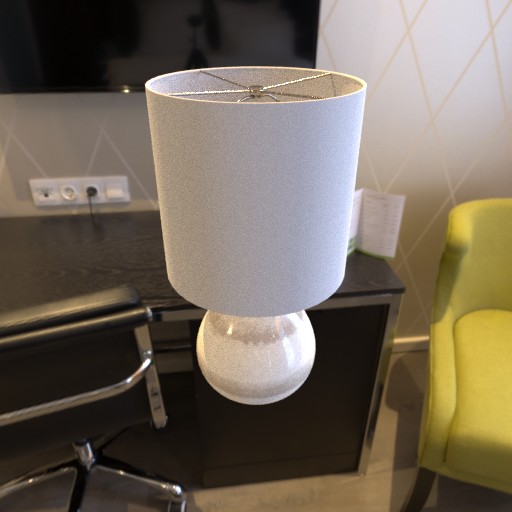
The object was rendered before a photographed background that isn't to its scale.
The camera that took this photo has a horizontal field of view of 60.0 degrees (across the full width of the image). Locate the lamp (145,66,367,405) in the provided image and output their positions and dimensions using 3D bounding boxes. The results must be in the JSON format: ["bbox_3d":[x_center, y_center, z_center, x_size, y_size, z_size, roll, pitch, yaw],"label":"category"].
[{"bbox_3d":[0.000,0.000,0.544,0.217,0.404,0.217,-21,36,-32],"label":"lamp"}]
